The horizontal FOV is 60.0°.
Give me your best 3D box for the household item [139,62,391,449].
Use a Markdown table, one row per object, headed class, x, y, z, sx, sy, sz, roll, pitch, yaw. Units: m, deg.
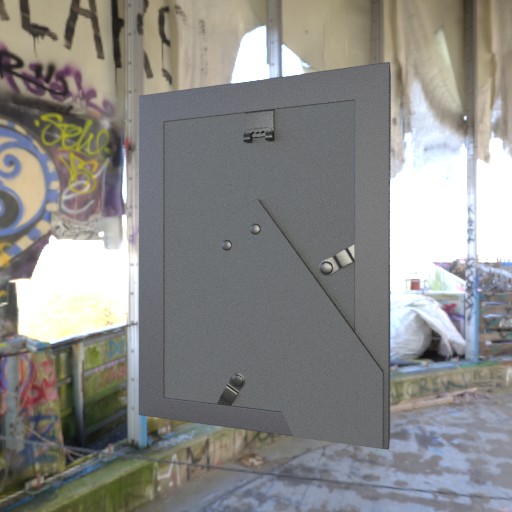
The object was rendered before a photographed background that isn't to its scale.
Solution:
| class | x | y | z | sx | sy | sz | roll | pitch | yaw |
| --- | --- | --- | --- | --- | --- | --- | --- | --- | --- |
| household item | 0.000 | 0.000 | 0.230 | 0.133 | 0.178 | 0.022 | 0 | 0 | 19 |
